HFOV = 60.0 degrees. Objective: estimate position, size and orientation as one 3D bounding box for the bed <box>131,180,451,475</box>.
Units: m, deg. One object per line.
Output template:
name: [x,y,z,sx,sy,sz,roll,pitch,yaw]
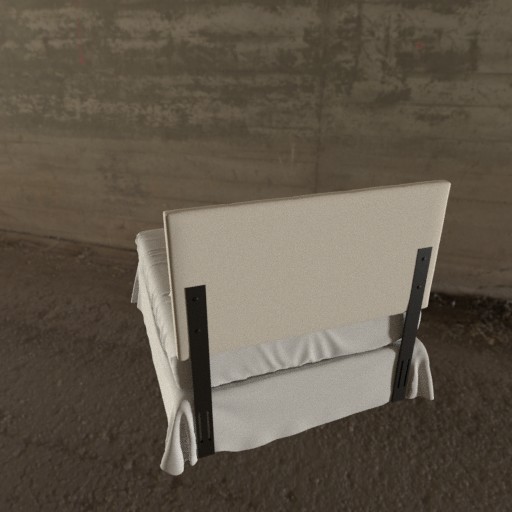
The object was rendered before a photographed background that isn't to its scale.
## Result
bed: [0.000,0.000,3.459,1.936,1.577,2.222,-9,27,-18]
